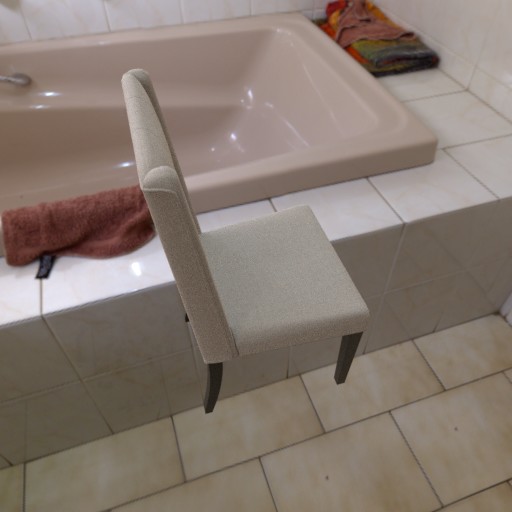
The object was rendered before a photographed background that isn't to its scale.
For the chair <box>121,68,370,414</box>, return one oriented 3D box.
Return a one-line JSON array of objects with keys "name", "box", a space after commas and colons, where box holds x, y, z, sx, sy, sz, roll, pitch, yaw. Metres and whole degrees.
[{"name": "chair", "box": [0.000, 0.000, 1.260, 0.523, 0.961, 0.474, -12, 48, -11]}]
